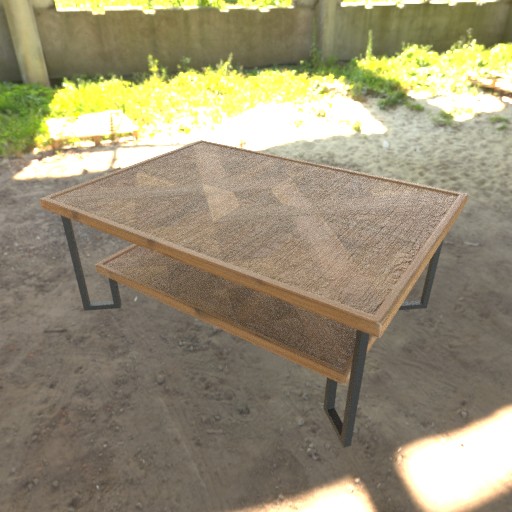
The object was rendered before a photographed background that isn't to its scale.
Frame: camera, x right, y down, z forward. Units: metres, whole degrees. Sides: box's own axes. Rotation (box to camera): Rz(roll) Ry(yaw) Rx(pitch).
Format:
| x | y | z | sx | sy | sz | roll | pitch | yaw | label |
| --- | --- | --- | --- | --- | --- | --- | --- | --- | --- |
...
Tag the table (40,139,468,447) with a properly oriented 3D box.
| x | y | z | sx | sy | sz | roll | pitch | yaw | label |
| --- | --- | --- | --- | --- | --- | --- | --- | --- | --- |
| 0.000 | 0.000 | 1.687 | 1.238 | 0.492 | 0.877 | 19 | 35 | 29 | table |
